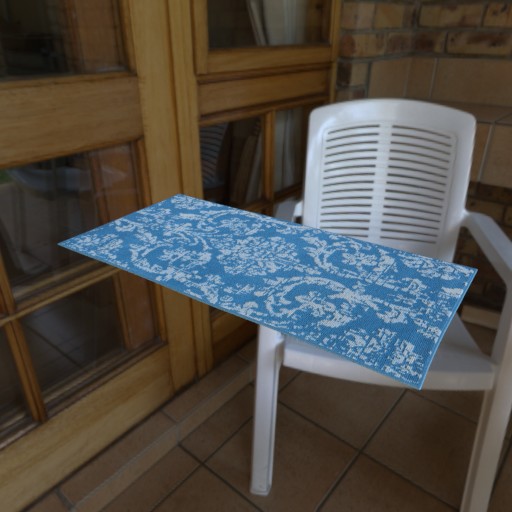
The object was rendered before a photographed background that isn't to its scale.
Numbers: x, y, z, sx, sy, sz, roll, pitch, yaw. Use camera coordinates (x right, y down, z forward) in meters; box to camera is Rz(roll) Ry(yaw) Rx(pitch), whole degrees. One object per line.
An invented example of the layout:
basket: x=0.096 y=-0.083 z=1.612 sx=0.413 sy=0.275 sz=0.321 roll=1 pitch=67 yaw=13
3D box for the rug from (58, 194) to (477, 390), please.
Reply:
rug: x=0.000 y=0.000 z=1.427 sx=1.219 sy=0.007 sz=0.604 roll=17 pitch=32 yaw=30
